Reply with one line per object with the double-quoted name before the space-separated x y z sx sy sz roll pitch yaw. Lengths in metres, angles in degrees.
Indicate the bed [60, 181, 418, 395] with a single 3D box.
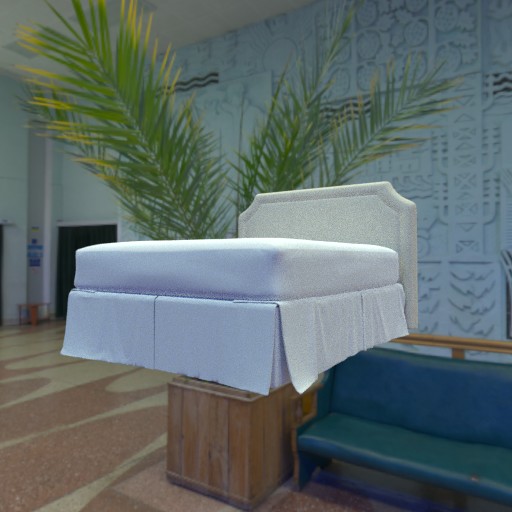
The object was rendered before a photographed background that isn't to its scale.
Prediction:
"bed" 0.000 0.000 3.343 1.827 1.296 2.209 0 0 34
